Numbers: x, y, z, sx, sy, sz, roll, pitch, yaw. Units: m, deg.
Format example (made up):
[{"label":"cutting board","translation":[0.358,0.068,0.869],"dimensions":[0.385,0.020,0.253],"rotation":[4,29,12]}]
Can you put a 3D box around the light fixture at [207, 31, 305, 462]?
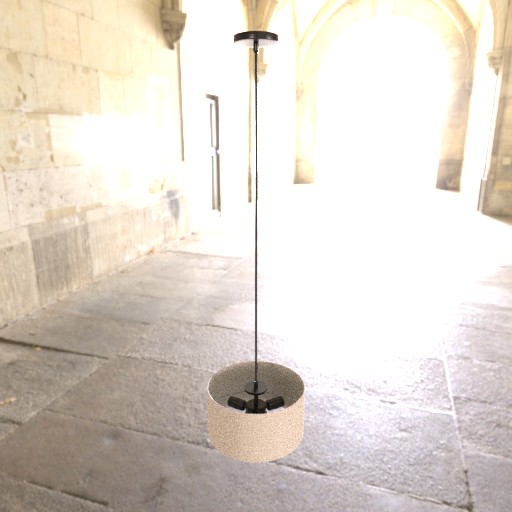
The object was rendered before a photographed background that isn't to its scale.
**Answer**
[{"label":"light fixture","translation":[0.000,0.000,1.672],"dimensions":[0.399,1.516,0.399],"rotation":[0,15,0]}]
